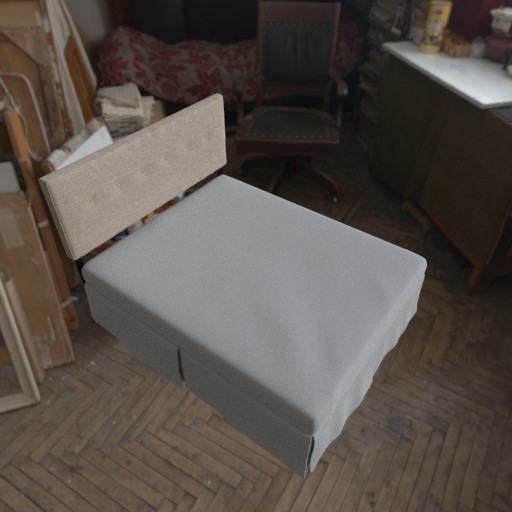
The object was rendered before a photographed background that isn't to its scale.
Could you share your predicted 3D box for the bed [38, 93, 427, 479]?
[{"bbox_3d":[0.000,0.000,3.004,1.978,1.270,1.643,27,48,27],"label":"bed"}]
